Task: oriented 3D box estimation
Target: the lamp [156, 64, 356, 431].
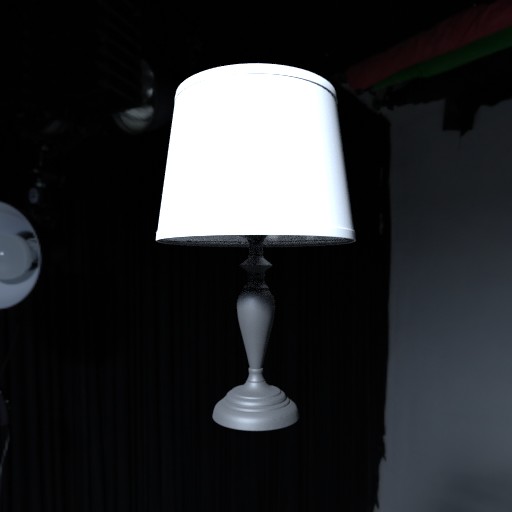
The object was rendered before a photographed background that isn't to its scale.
[{"bbox_3d":[0.000,0.000,0.704,0.310,0.501,0.310,0,-2,0],"label":"lamp"}]
